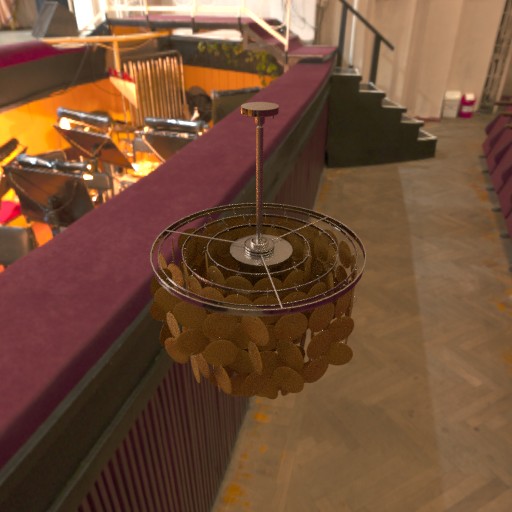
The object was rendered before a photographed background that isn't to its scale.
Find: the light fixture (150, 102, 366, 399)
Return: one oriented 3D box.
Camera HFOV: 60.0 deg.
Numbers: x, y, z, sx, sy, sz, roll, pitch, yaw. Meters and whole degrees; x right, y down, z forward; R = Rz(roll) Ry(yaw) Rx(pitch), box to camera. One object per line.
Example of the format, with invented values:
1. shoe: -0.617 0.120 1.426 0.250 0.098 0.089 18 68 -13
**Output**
1. light fixture: 0.000 0.000 0.751 0.368 0.492 0.368 0 30 0
